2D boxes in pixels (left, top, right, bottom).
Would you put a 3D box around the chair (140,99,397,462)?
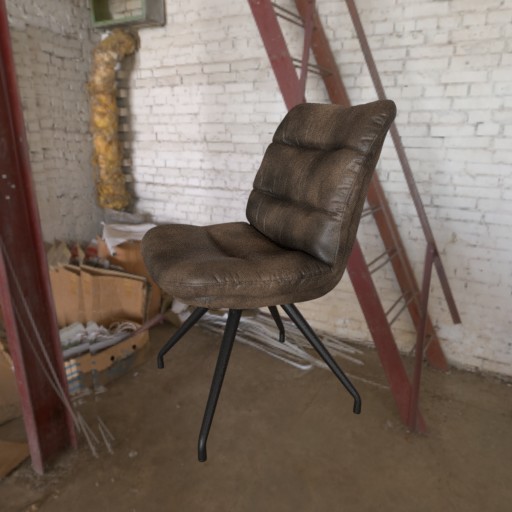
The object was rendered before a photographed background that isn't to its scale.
[{"bbox_3d":[0.000,0.000,1.292,0.622,0.870,0.549,-7,18,-23],"label":"chair"}]
